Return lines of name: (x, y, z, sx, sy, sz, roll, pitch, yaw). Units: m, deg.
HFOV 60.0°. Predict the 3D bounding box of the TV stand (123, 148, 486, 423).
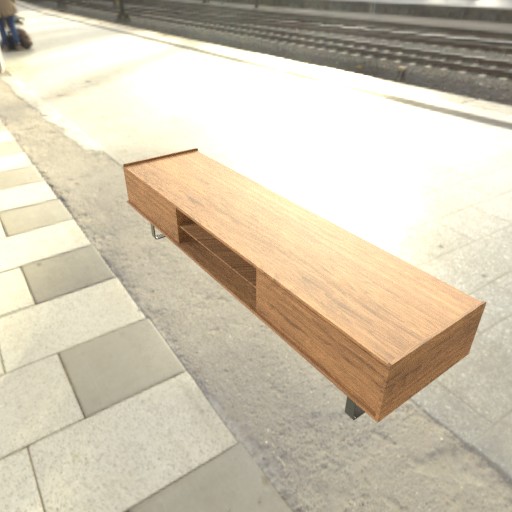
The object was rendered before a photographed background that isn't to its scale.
TV stand: (0.000, 0.000, 1.975, 0.467, 0.415, 1.796, -21, 38, -30)
